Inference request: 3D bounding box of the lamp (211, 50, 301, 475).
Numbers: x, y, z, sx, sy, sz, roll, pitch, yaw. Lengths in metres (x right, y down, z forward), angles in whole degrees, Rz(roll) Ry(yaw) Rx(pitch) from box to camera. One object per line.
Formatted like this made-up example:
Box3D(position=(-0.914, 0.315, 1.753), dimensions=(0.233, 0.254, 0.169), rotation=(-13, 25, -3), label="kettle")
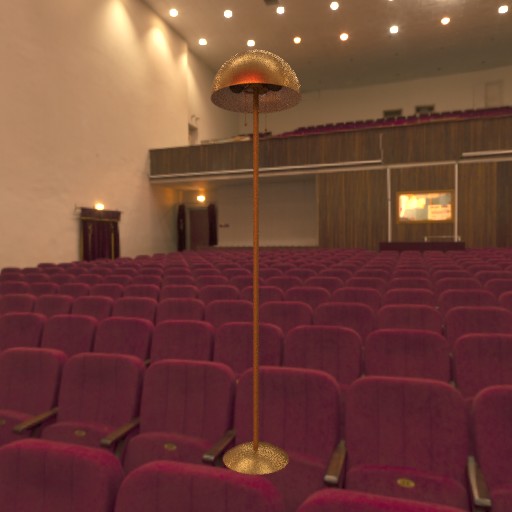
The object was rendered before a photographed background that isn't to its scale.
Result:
Box3D(position=(0.000, 0.000, 1.614), dimensions=(0.328, 1.480, 0.328), rotation=(0, 1, 19), label="lamp")
